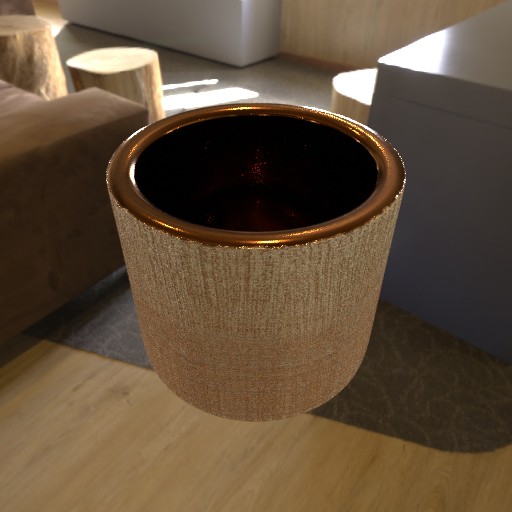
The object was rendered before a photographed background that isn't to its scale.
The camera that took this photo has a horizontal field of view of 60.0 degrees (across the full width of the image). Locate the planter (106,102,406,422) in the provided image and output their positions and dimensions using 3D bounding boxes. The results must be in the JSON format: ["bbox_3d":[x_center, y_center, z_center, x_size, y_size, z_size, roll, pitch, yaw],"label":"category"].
[{"bbox_3d":[0.000,0.000,0.315,0.177,0.157,0.177,0,40,0],"label":"planter"}]
